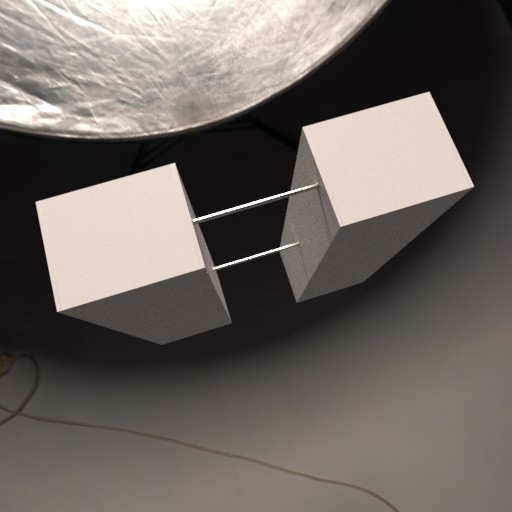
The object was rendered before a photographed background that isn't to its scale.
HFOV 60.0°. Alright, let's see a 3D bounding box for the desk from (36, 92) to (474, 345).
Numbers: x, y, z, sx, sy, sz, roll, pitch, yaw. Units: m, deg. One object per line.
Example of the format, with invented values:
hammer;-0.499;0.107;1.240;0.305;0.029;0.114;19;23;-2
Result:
desk;0.000;0.000;2.818;1.770;2.000;0.480;-17;76;-4
